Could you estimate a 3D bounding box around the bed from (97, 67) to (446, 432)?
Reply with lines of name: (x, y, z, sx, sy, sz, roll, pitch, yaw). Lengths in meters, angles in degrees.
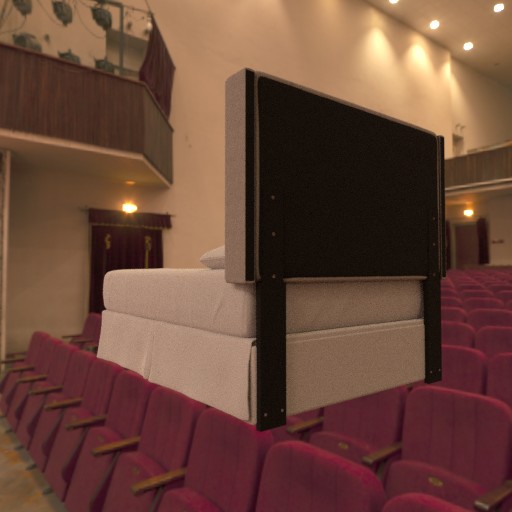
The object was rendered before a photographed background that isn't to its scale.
bed: (0.000, 0.000, 3.305, 1.719, 1.665, 2.066, 1, -2, -38)
